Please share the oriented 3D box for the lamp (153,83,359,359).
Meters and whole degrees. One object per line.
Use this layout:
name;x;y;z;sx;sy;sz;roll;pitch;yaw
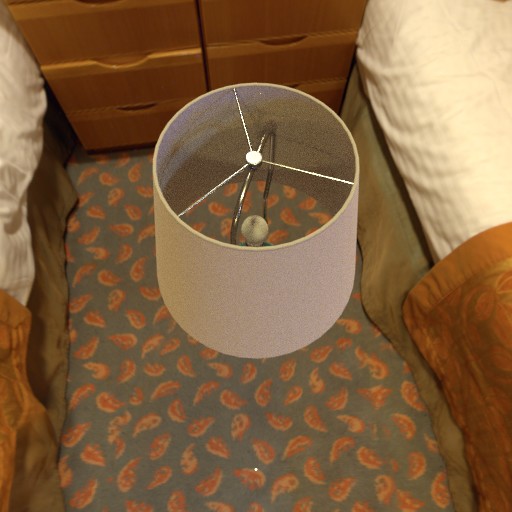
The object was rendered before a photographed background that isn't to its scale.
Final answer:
lamp;0.000;0.000;0.561;0.254;0.392;0.254;0;64;0
